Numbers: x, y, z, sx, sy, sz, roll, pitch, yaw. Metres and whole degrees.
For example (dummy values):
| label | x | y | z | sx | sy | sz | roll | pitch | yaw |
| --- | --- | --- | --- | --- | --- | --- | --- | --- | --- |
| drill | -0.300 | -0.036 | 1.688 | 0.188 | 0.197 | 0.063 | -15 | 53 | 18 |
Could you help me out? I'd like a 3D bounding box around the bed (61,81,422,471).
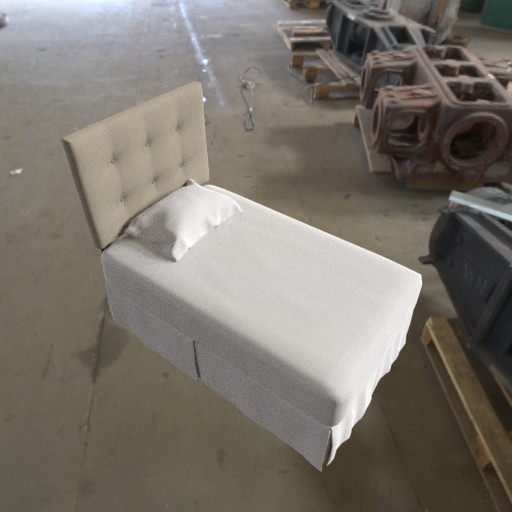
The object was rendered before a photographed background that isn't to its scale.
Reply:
| label | x | y | z | sx | sy | sz | roll | pitch | yaw |
| --- | --- | --- | --- | --- | --- | --- | --- | --- | --- |
| bed | 0.000 | 0.000 | 2.951 | 1.997 | 1.571 | 1.261 | 26 | 48 | 27 |
